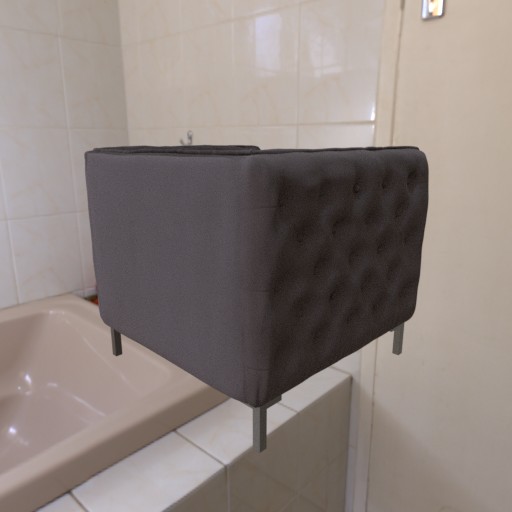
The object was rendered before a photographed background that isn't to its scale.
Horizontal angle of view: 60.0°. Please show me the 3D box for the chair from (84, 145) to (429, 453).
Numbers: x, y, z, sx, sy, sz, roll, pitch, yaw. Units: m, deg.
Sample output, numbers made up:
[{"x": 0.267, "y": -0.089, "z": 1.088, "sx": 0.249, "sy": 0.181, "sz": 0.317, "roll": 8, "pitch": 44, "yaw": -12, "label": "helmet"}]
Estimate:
[{"x": 0.000, "y": 0.000, "z": 1.672, "sx": 0.946, "sy": 0.807, "sz": 0.913, "roll": 14, "pitch": 20, "yaw": 43, "label": "chair"}]
